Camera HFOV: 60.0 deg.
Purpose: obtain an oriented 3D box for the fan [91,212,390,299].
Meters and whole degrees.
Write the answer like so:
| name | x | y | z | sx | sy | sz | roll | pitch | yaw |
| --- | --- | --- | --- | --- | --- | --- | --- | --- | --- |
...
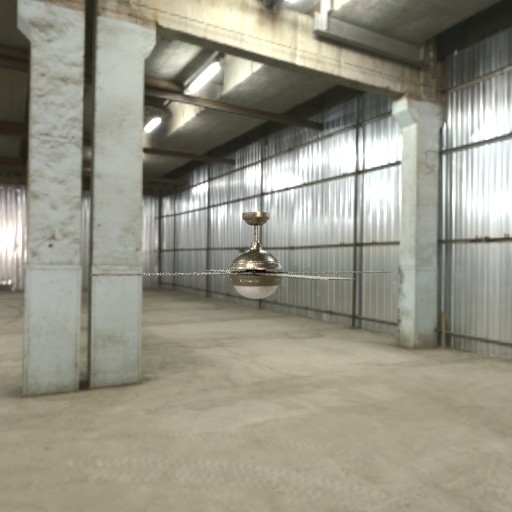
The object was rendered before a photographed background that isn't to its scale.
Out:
| name | x | y | z | sx | sy | sz | roll | pitch | yaw |
| --- | --- | --- | --- | --- | --- | --- | --- | --- | --- |
| fan | 0.000 | 0.000 | 1.978 | 1.321 | 0.381 | 1.321 | 0 | -1 | 0 |
